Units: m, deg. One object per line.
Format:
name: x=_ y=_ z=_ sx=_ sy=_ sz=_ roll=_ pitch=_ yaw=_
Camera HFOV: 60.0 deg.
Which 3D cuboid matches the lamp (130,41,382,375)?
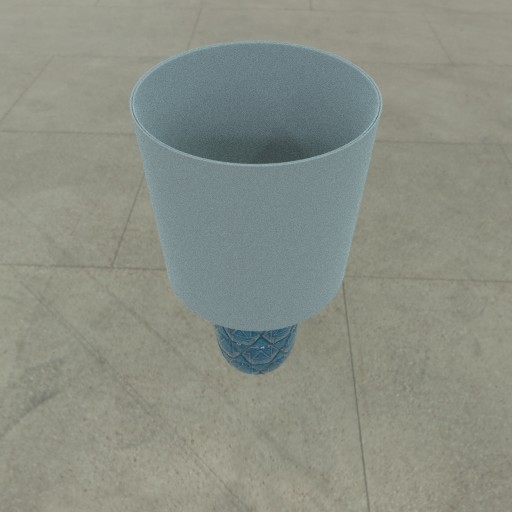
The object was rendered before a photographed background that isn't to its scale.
lamp: x=0.000 y=0.000 z=0.483 sx=0.193 sy=0.377 sz=0.193 roll=-25 pitch=52 yaw=-22
